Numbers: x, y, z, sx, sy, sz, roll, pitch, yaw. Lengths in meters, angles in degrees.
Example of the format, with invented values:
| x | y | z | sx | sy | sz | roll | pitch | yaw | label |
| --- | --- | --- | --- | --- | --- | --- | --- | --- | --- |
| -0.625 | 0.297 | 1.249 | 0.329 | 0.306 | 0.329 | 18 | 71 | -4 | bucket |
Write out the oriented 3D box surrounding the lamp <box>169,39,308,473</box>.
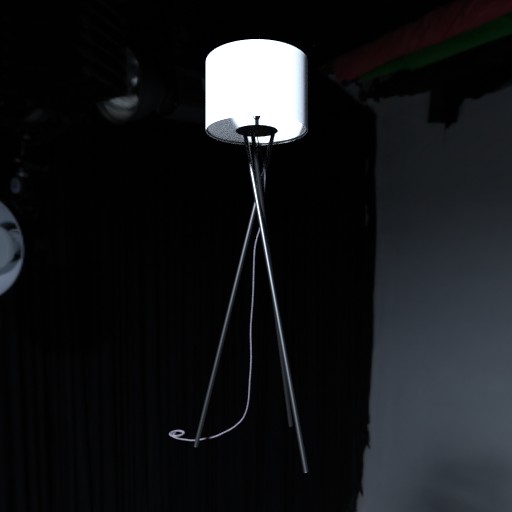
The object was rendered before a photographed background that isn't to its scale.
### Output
| x | y | z | sx | sy | sz | roll | pitch | yaw | label |
| --- | --- | --- | --- | --- | --- | --- | --- | --- | --- |
| 0.000 | 0.000 | 1.923 | 0.522 | 1.624 | 0.667 | 0 | -1 | -37 | lamp |
